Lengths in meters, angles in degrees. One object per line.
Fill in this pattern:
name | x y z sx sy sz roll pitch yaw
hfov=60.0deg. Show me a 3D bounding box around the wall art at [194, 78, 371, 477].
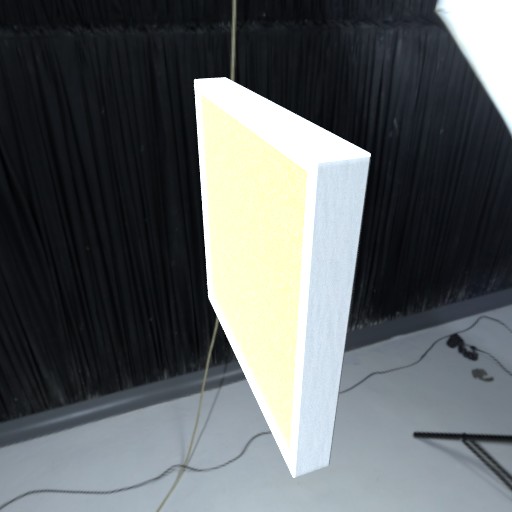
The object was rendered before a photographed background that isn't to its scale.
wall art | 0.000 0.000 0.463 0.038 0.305 0.305 -11 32 -17
